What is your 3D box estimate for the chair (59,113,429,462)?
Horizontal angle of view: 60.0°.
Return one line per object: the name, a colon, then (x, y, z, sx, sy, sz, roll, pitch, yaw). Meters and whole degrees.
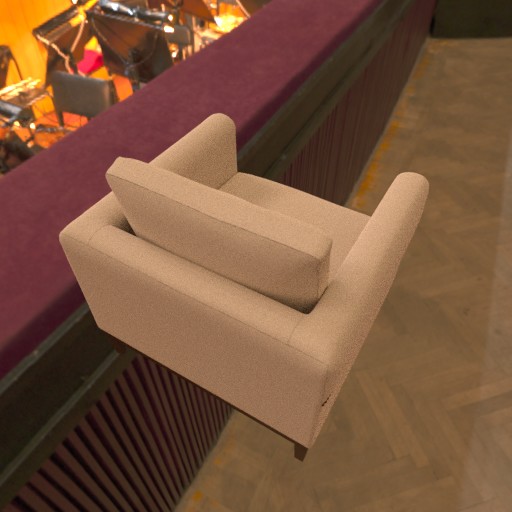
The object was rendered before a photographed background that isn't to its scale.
chair: (0.000, 0.000, 1.675, 0.982, 0.915, 0.896, 23, 51, 21)
